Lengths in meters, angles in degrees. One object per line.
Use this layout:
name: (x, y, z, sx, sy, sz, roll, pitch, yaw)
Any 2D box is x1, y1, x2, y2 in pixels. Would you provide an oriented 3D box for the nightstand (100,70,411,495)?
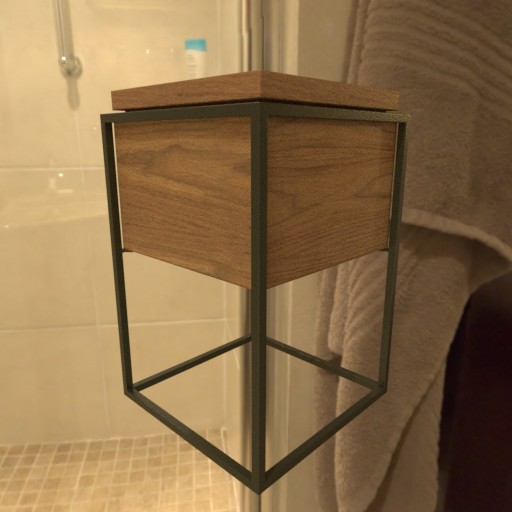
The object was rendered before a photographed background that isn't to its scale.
nightstand: (0.000, 0.000, 0.867, 0.397, 0.607, 0.397, 14, 20, 42)
